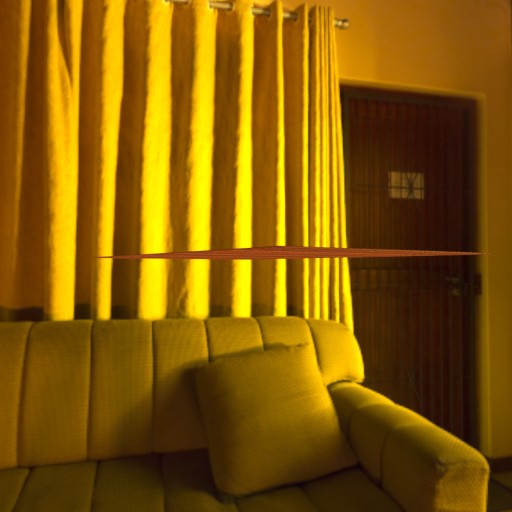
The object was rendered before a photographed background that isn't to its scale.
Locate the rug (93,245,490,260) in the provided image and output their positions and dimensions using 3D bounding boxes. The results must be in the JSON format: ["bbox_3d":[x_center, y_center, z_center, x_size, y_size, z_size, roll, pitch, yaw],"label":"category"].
[{"bbox_3d":[0.000,0.000,3.059,1.523,0.008,2.438,1,-2,-36],"label":"rug"}]
